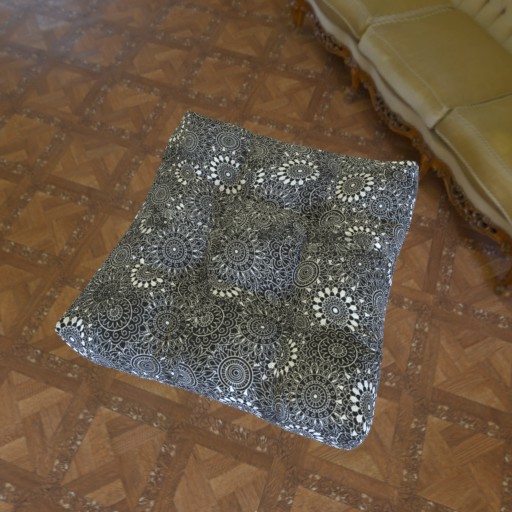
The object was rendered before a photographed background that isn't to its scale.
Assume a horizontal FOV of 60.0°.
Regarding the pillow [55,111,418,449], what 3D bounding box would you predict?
[{"bbox_3d":[0.000,0.000,0.739,0.468,0.128,0.490,16,61,9],"label":"pillow"}]
